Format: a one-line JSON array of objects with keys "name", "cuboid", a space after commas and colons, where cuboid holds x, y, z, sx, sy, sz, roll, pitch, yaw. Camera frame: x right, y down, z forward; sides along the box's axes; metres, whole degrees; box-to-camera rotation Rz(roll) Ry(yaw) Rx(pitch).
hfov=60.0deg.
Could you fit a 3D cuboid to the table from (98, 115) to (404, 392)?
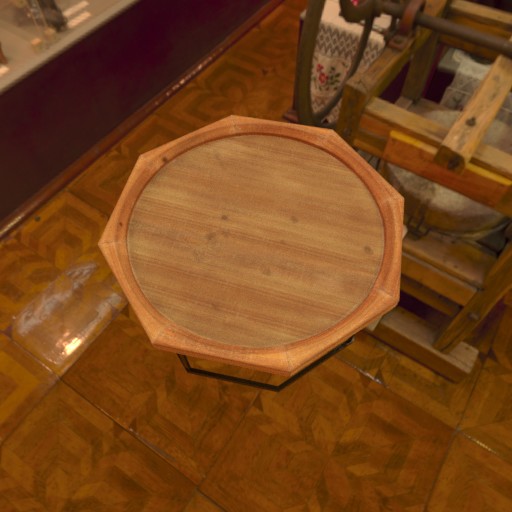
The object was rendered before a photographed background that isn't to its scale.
[{"name": "table", "cuboid": [0.000, 0.000, 1.612, 1.002, 0.444, 1.002, 0, 59, 0]}]
